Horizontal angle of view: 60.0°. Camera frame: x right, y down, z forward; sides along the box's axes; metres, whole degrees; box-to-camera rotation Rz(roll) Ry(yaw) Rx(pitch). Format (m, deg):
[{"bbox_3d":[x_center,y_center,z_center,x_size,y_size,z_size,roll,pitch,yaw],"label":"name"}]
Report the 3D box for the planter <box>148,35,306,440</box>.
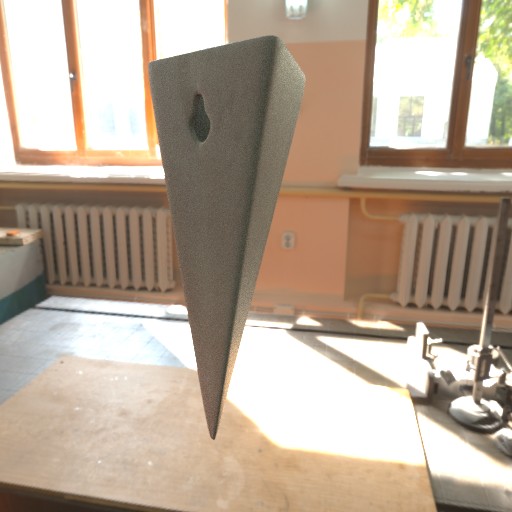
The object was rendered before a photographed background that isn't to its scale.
[{"bbox_3d":[0.000,0.000,0.273,0.081,0.224,0.101,-14,21,-42],"label":"planter"}]
